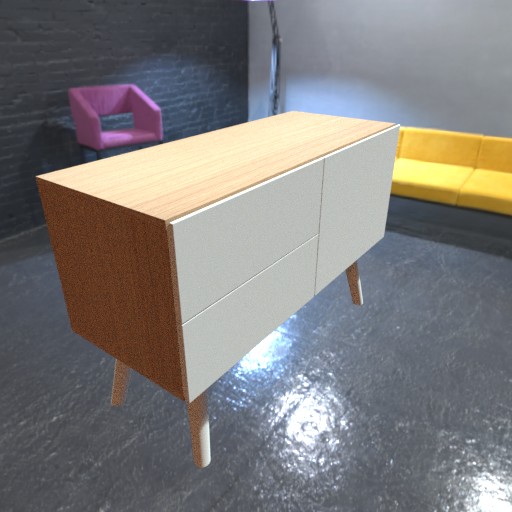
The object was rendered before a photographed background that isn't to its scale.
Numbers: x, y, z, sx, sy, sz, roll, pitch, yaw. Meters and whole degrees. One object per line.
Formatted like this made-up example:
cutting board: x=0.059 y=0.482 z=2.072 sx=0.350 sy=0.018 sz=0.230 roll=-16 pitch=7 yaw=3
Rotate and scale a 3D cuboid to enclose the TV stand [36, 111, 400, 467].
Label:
TV stand: x=0.000 y=0.000 z=1.319 sx=0.407 sy=0.660 sz=0.991 roll=19 pitch=33 yaw=32
